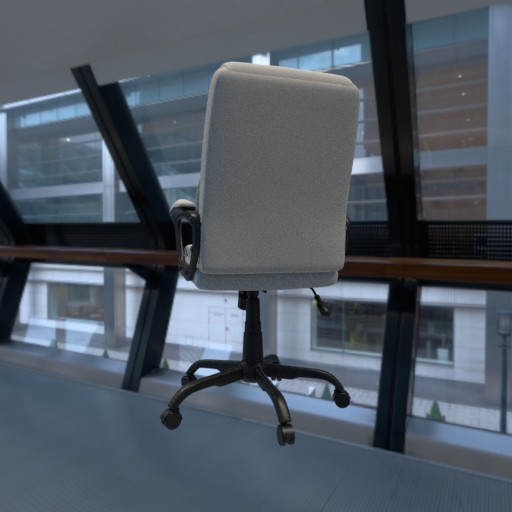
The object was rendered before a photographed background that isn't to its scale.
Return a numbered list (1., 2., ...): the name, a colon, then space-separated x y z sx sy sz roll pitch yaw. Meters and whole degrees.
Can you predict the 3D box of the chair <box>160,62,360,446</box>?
1. chair: 0.000 0.000 1.519 0.663 1.065 0.669 0 2 -18
